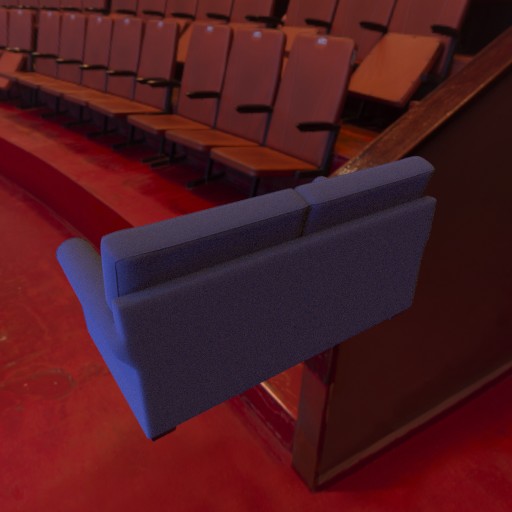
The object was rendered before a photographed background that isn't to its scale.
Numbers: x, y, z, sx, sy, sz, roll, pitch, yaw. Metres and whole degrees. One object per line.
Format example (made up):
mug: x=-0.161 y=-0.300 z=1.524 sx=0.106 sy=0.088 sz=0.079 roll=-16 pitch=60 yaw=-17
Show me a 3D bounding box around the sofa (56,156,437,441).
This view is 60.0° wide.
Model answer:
sofa: x=0.000 y=0.000 z=2.510 sx=1.930 sy=1.020 sz=0.940 roll=-18 pitch=34 yaw=-30
